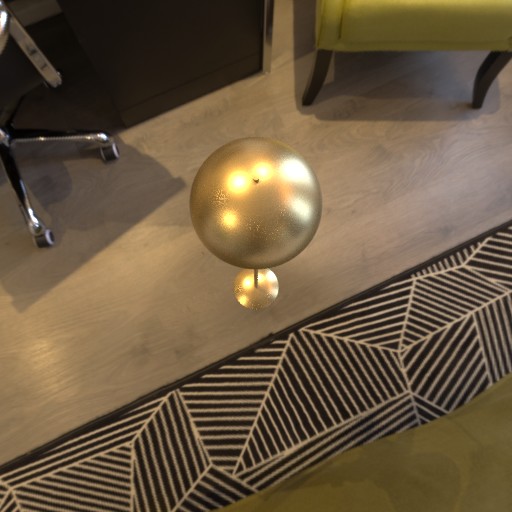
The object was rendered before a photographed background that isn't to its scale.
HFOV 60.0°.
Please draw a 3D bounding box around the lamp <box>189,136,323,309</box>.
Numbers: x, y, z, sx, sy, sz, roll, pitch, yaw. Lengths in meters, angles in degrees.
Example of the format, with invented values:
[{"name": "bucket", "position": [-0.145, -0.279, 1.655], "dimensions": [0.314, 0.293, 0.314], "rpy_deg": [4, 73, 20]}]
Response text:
[{"name": "lamp", "position": [0.000, 0.000, 1.654], "dimensions": [0.328, 1.480, 0.328], "rpy_deg": [33, 79, 7]}]
